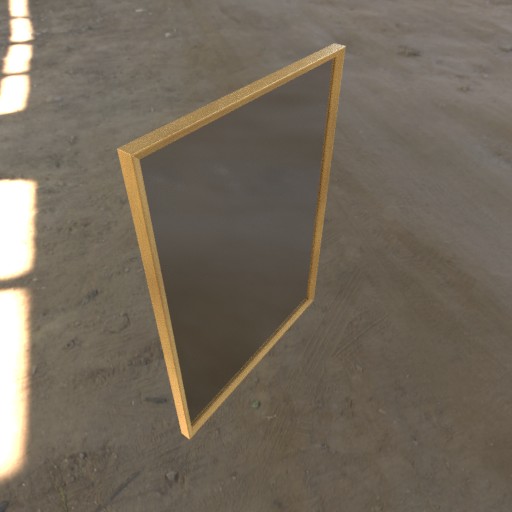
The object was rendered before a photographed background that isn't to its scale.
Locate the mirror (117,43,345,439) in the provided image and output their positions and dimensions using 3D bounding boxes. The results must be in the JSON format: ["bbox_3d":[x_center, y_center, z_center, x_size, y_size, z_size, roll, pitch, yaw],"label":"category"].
[{"bbox_3d":[0.000,0.000,1.327,0.041,1.016,0.762,26,48,27],"label":"mirror"}]
